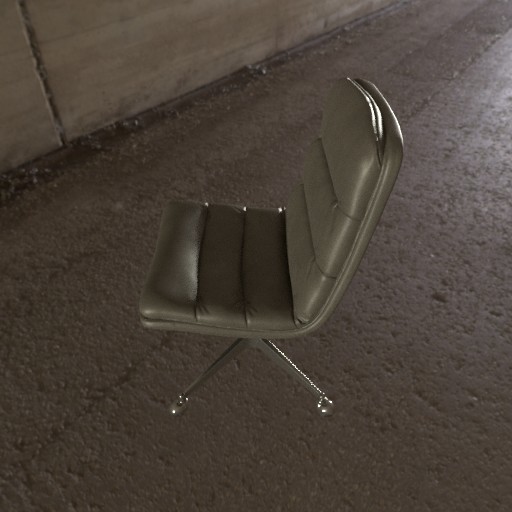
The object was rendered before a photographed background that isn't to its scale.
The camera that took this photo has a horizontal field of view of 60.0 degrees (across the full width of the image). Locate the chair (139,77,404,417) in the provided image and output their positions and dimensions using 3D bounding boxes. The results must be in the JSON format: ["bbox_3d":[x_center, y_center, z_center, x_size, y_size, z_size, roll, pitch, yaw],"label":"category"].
[{"bbox_3d":[0.000,0.000,1.035,0.485,0.738,0.422,0,41,0],"label":"chair"}]
